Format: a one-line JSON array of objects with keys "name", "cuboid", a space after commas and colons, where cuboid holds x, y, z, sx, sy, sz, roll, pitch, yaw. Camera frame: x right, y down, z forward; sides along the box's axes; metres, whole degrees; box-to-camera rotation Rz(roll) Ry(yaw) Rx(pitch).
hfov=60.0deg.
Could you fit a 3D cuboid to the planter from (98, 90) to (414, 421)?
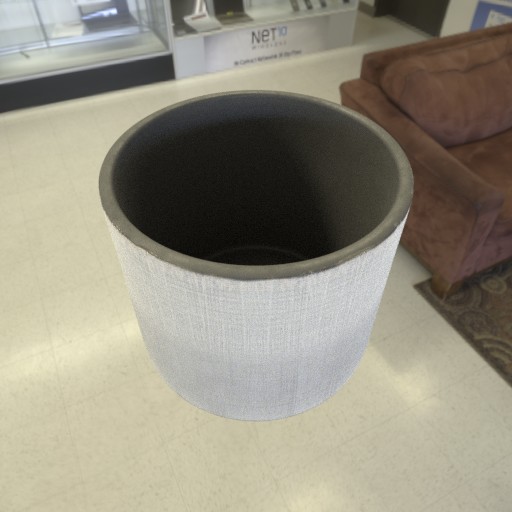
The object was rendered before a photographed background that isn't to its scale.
[{"name": "planter", "cuboid": [0.000, 0.000, 0.391, 0.226, 0.201, 0.226, 0, 47, 0]}]
